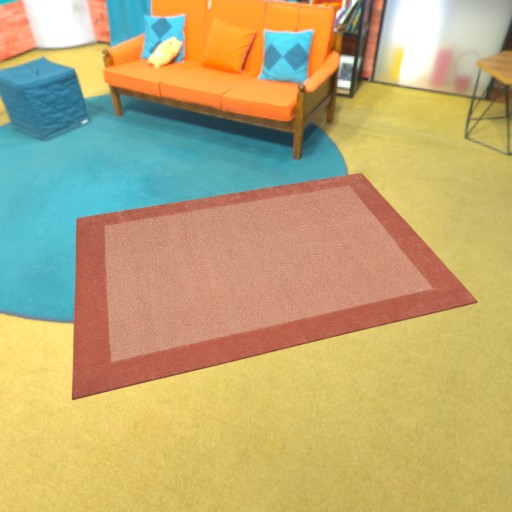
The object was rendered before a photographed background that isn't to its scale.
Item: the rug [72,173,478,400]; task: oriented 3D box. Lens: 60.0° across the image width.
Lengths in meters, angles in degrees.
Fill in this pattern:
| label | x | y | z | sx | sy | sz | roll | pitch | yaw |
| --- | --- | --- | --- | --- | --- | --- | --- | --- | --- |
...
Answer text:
| label | x | y | z | sx | sy | sz | roll | pitch | yaw |
| --- | --- | --- | --- | --- | --- | --- | --- | --- | --- |
| rug | 0.000 | 0.000 | 2.336 | 1.829 | 0.014 | 1.219 | -11 | 42 | -12 |
